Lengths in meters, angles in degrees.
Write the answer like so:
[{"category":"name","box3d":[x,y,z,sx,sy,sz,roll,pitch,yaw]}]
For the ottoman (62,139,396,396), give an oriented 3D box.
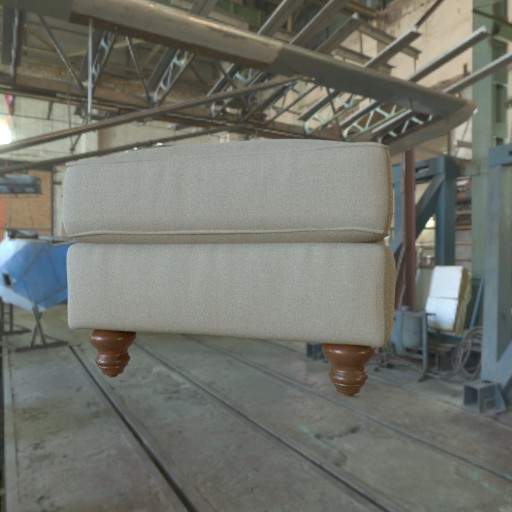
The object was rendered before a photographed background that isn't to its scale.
[{"category":"ottoman","box3d":[0.000,0.000,1.132,0.662,0.505,0.716,0,0,15]}]
